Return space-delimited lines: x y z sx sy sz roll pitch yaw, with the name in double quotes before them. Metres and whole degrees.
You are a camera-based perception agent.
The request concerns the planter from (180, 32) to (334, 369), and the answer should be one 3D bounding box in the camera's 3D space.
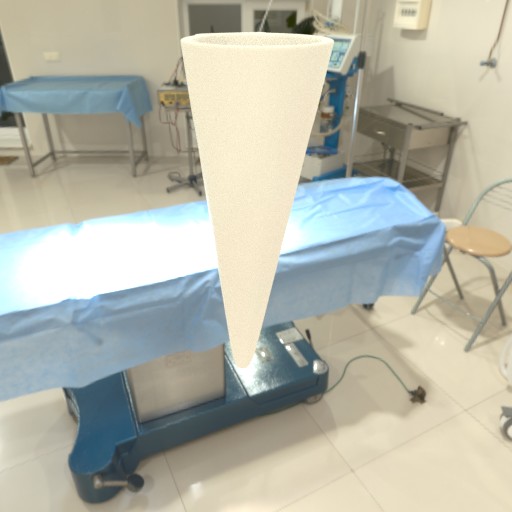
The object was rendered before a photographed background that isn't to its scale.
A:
"planter" 0.000 0.000 0.219 0.057 0.193 0.064 -11 32 -18
